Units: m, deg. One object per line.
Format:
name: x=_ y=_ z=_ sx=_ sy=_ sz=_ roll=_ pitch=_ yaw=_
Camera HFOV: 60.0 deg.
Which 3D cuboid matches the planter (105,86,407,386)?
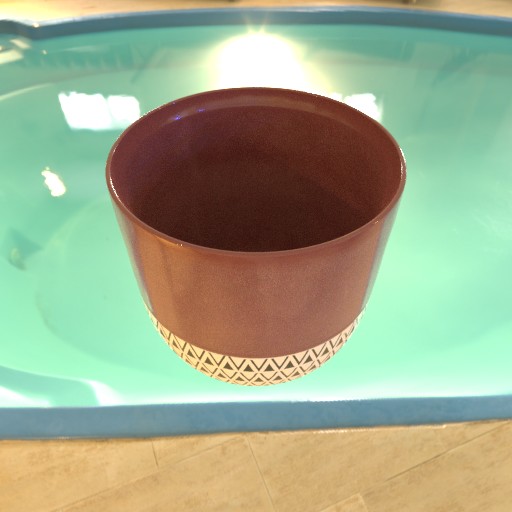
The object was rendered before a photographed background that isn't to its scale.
planter: x=0.000 y=0.000 z=0.496 sx=0.266 sy=0.270 sz=0.266 roll=0 pitch=45 yaw=0
